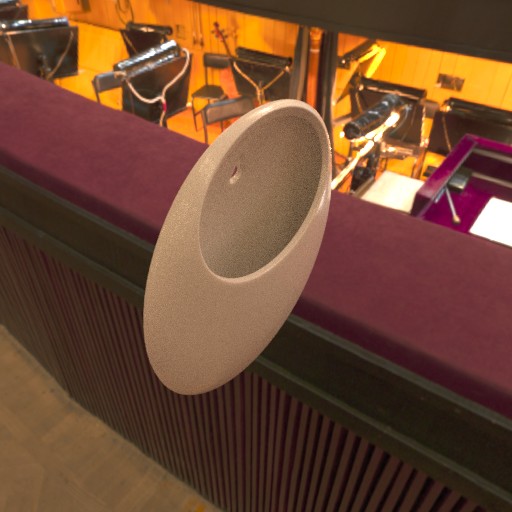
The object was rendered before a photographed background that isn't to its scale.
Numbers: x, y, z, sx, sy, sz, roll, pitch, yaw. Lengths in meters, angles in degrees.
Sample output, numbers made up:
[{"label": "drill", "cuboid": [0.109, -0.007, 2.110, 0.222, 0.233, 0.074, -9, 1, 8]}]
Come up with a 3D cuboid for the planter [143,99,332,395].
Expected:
[{"label": "planter", "cuboid": [0.000, 0.000, 0.277, 0.043, 0.188, 0.185, 24, 46, 26]}]
